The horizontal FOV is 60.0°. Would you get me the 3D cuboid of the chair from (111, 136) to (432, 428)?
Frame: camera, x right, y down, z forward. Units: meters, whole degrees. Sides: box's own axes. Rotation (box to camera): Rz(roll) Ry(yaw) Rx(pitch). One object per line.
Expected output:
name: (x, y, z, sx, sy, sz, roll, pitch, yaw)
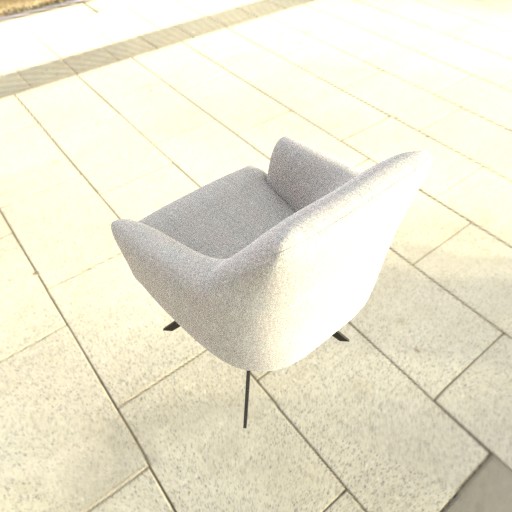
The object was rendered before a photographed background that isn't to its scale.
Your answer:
chair: (0.000, 0.000, 1.294, 0.642, 0.874, 0.677, -32, 56, -25)
